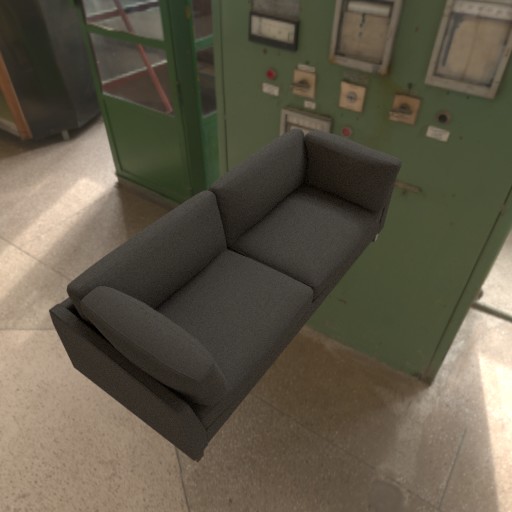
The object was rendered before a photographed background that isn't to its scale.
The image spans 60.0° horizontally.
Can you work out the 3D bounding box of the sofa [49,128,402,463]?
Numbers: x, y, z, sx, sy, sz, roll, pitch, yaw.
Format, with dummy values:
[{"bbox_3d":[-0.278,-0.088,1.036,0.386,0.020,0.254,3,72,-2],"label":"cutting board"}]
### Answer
[{"bbox_3d":[0.000,0.000,2.825,0.969,0.792,2.312,25,48,26],"label":"sofa"}]
